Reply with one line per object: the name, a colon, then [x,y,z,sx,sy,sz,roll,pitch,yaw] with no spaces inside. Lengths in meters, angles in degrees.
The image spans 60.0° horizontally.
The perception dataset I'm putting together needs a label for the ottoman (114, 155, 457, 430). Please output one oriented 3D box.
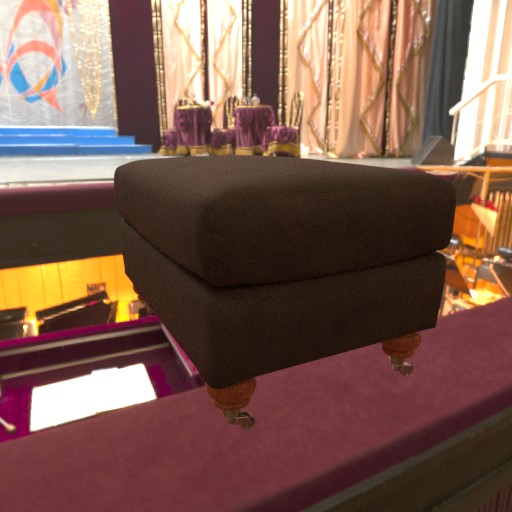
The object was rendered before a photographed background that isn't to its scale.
ottoman: [0.000,0.000,1.145,0.574,0.497,0.773,-8,18,-26]
